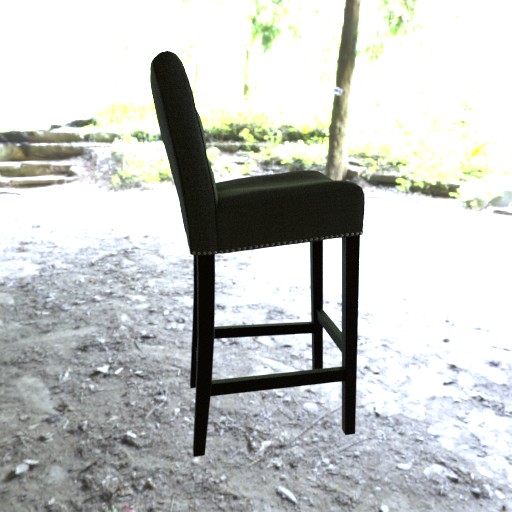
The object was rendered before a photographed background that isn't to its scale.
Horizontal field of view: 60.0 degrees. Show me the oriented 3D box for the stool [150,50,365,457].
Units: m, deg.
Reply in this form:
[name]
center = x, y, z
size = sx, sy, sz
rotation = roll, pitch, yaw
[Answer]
[stool]
center = 0.000, 0.000, 1.306
size = 0.548, 1.047, 0.411
rotation = -3, 17, -10
